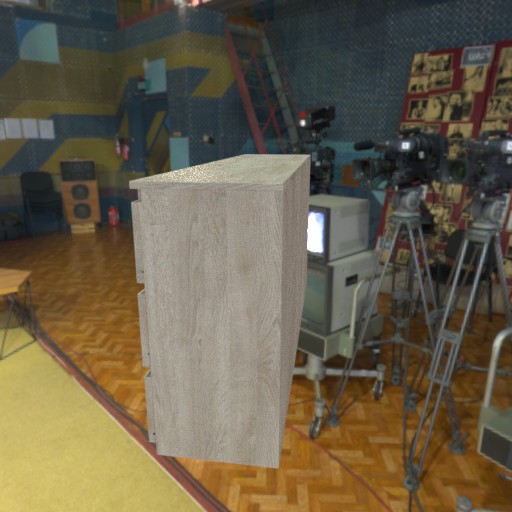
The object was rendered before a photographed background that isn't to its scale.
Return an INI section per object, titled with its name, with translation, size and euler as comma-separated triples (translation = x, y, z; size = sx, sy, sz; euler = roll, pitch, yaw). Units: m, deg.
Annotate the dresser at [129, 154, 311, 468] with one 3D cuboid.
[dresser]
translation = 0.000, 0.000, 1.926
size = 0.390, 0.795, 1.590
euler = 2, 15, 8
